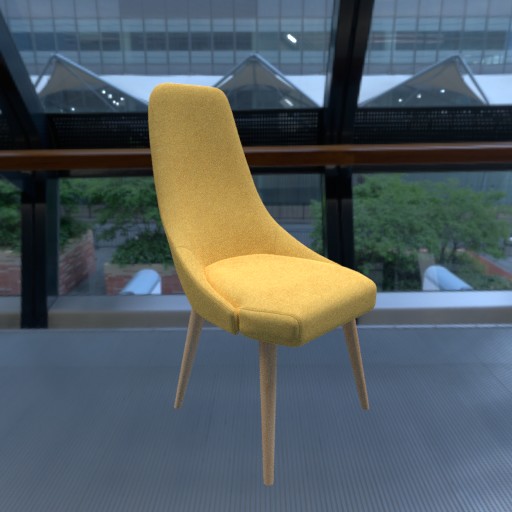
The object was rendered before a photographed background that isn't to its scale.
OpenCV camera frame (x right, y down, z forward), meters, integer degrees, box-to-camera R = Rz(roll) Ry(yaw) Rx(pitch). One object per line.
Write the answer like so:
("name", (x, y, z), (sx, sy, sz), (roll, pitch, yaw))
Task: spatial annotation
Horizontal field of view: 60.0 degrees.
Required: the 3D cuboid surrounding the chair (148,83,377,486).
("chair", (0.000, 0.000, 1.375), (0.510, 1.040, 0.660), (-15, 21, -43))
